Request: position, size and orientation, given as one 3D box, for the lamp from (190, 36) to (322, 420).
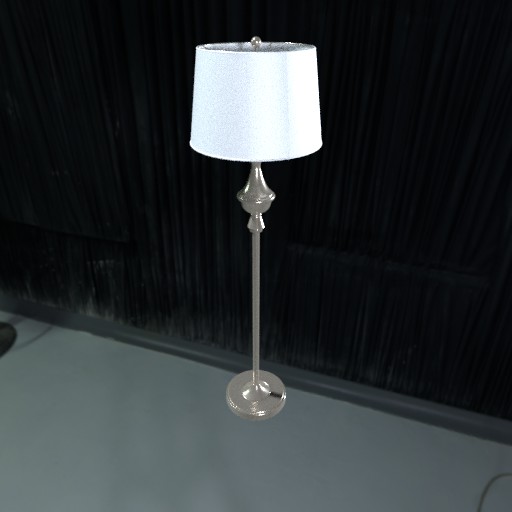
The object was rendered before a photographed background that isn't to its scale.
[{"bbox_3d":[0.000,0.000,1.674,0.431,1.488,0.431,0,30,0],"label":"lamp"}]
